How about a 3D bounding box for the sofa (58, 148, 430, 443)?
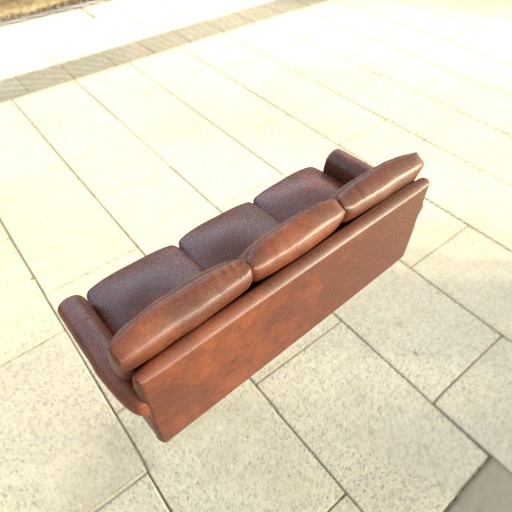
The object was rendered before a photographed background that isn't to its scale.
[{"bbox_3d":[0.000,0.000,2.867,2.351,0.977,0.973,-32,55,-26],"label":"sofa"}]
